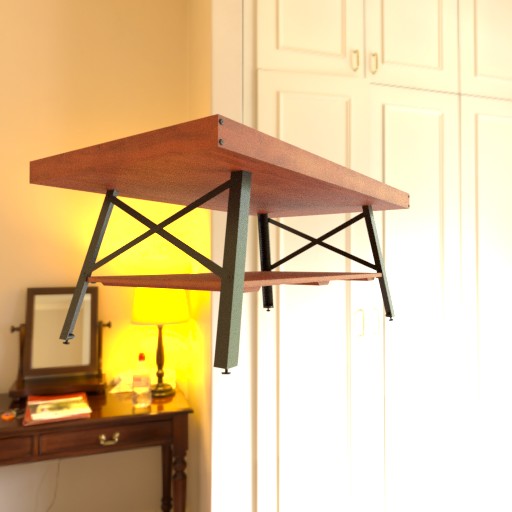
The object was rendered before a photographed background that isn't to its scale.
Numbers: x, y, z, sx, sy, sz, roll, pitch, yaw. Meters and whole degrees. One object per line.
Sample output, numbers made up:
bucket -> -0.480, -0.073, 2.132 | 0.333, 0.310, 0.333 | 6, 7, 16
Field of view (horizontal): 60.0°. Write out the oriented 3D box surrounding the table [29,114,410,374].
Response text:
table -> 0.000, 0.000, 1.344 | 0.610, 0.457, 1.067 | -1, -1, 35
